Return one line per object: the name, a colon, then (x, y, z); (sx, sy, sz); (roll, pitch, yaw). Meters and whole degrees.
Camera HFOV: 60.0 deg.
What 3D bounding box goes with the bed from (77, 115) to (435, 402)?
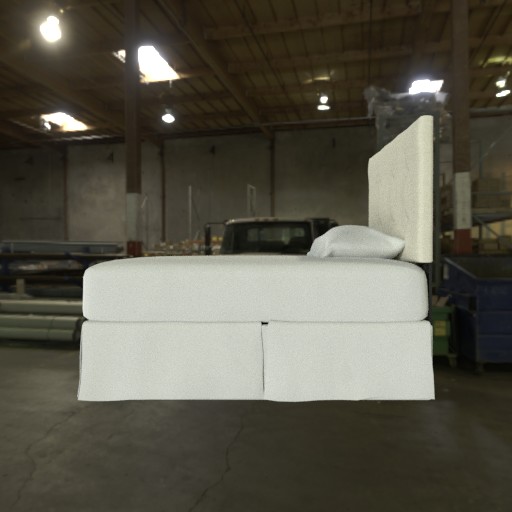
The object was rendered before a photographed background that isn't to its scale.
bed: (0.000, 0.000, 3.010); (1.997, 1.571, 1.261); (0, 1, 0)
